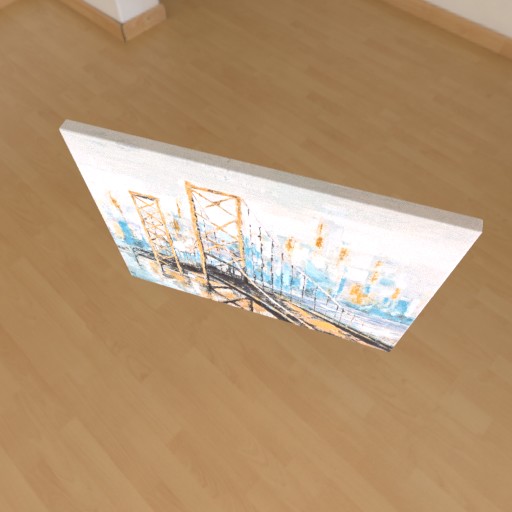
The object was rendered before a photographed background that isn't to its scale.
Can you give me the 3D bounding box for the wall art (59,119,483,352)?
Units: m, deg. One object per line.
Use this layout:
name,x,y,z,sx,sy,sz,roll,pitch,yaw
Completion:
wall art,0.000,0.000,1.349,1.016,0.762,0.038,15,60,9
